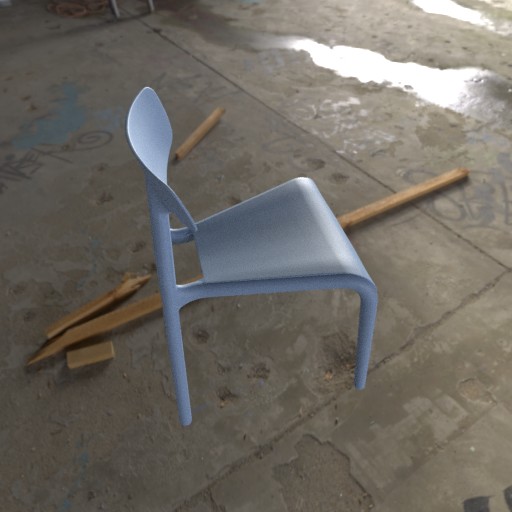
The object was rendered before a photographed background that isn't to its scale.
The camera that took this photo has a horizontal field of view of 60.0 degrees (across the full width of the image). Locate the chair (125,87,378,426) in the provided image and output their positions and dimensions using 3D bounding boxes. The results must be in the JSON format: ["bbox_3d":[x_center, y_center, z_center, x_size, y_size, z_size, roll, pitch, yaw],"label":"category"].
[{"bbox_3d":[0.000,0.000,0.837,0.401,0.580,0.356,-11,47,-10],"label":"chair"}]
